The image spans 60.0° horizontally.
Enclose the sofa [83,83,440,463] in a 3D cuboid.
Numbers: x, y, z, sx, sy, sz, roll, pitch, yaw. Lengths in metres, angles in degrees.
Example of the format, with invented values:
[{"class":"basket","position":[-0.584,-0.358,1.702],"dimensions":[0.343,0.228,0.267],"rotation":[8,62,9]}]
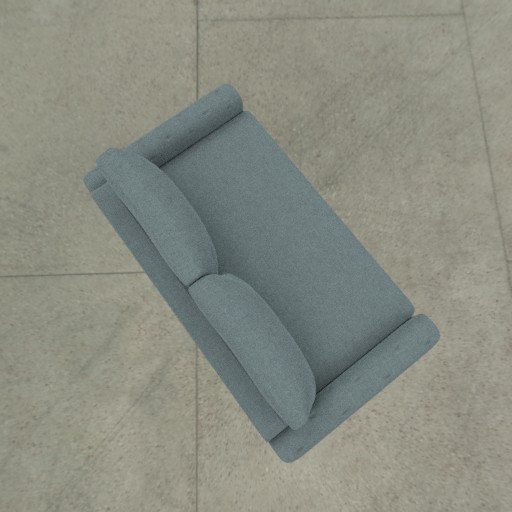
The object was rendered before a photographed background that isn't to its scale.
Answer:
[{"class":"sofa","position":[0.000,0.000,2.136],"dimensions":[0.920,0.790,1.650],"rotation":[-36,79,-8]}]
